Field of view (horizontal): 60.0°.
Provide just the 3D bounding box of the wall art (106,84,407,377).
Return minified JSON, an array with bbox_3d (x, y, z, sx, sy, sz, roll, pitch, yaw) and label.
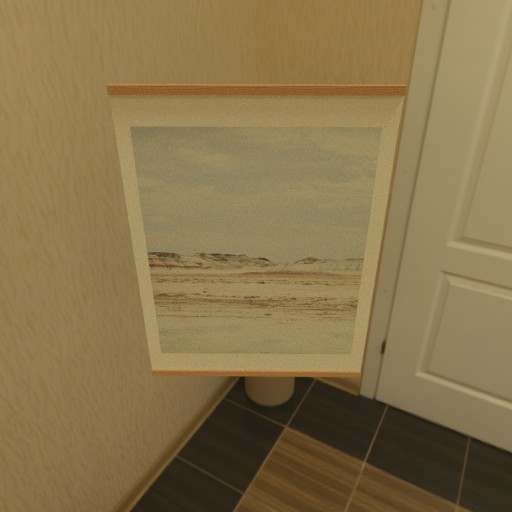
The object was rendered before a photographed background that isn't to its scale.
[{"bbox_3d":[0.000,0.000,0.831,0.458,0.605,0.011,0,30,1],"label":"wall art"}]
